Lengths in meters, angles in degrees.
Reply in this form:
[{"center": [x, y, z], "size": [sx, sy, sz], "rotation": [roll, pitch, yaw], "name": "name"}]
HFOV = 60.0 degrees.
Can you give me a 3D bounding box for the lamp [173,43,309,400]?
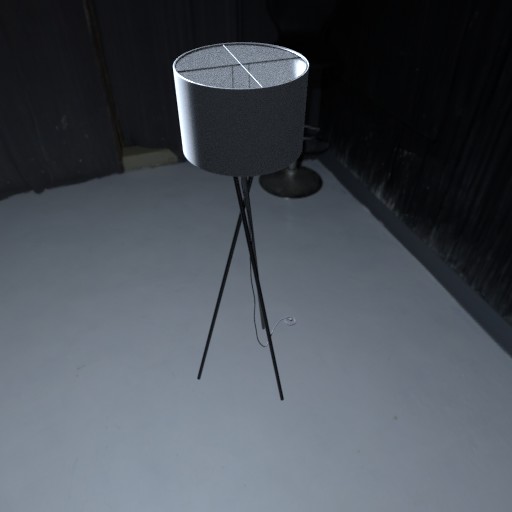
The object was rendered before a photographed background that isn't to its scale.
[{"center": [0.000, 0.000, 1.944], "size": [0.667, 1.624, 0.522], "rotation": [-13, 43, -14], "name": "lamp"}]
